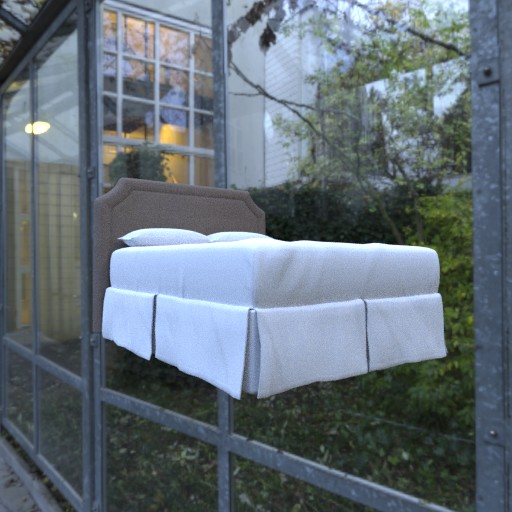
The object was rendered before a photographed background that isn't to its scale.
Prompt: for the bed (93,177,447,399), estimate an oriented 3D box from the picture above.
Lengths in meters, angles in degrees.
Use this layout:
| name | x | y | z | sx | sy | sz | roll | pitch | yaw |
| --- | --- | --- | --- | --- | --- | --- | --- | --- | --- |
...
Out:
| name | x | y | z | sx | sy | sz | roll | pitch | yaw |
| --- | --- | --- | --- | --- | --- | --- | --- | --- | --- |
| bed | 0.000 | 0.000 | 3.199 | 1.693 | 1.290 | 2.116 | 0 | 0 | -37 |
